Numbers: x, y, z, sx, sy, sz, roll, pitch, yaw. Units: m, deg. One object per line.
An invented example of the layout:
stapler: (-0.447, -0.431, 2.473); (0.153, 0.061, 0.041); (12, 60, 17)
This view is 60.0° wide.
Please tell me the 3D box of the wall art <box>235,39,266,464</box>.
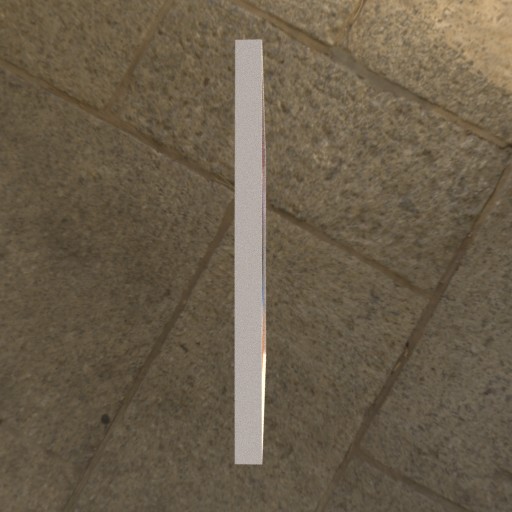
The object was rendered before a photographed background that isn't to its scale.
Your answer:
wall art: (0.000, 0.000, 0.736); (0.030, 0.549, 0.443); (0, 89, 2)
